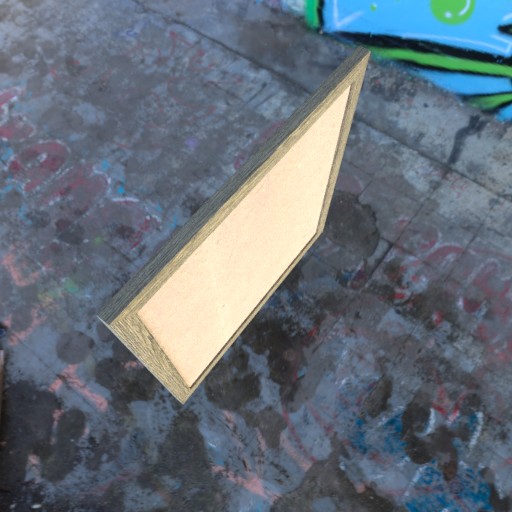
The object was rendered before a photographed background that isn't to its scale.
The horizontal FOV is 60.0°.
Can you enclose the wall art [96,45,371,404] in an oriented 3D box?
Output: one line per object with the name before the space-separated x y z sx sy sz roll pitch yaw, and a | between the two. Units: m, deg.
wall art | 0.000 0.000 0.763 0.019 0.508 0.508 34 68 16
